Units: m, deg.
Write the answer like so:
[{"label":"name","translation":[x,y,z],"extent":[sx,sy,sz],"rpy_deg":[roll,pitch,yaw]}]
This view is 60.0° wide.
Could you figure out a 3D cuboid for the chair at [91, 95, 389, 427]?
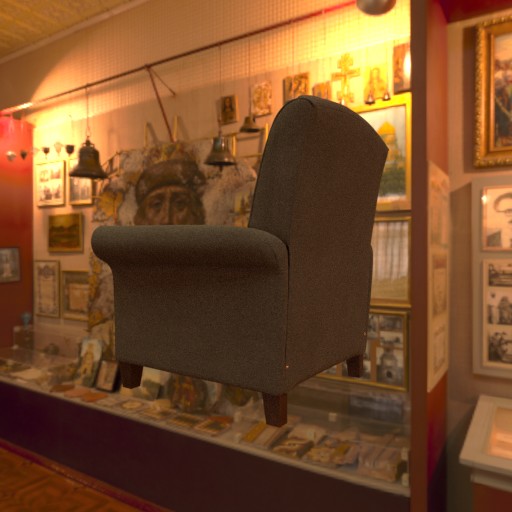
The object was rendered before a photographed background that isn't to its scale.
[{"label":"chair","translation":[0.000,0.000,1.853],"extent":[0.905,1.061,0.978],"rpy_deg":[0,0,34]}]
